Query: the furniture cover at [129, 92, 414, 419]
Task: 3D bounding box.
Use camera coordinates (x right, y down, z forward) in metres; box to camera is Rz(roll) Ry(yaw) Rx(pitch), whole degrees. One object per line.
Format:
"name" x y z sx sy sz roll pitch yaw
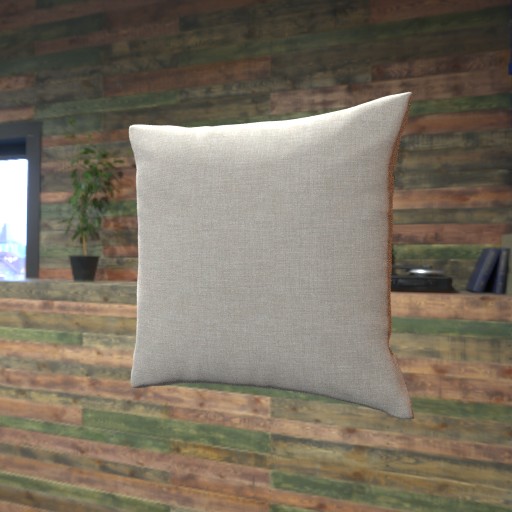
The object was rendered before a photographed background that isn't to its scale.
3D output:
"furniture cover" 0.000 0.000 0.770 0.517 0.508 0.158 0 0 19
